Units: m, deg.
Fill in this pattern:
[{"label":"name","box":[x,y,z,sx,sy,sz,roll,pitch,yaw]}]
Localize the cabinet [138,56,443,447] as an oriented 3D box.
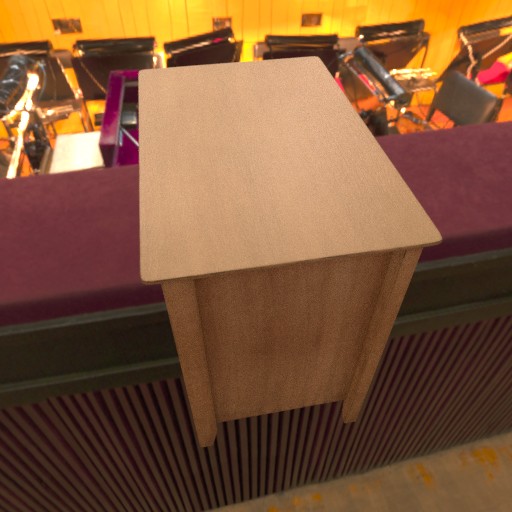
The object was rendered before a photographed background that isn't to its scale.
[{"label":"cabinet","box":[0.000,0.000,1.241,0.503,0.762,0.763,-8,47,-7]}]
